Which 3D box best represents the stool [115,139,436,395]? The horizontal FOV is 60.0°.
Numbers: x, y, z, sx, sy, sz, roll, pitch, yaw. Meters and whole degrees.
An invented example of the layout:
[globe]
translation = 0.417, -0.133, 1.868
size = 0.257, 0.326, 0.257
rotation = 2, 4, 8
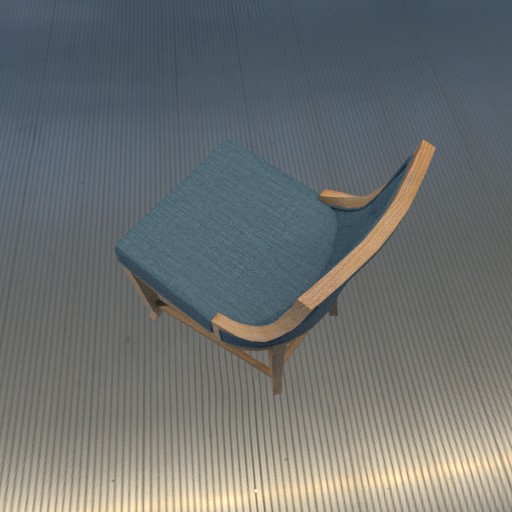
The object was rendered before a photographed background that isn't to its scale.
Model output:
[stool]
translation = 0.000, 0.000, 1.290
size = 0.626, 0.938, 0.524
rotation = 34, 67, 17
